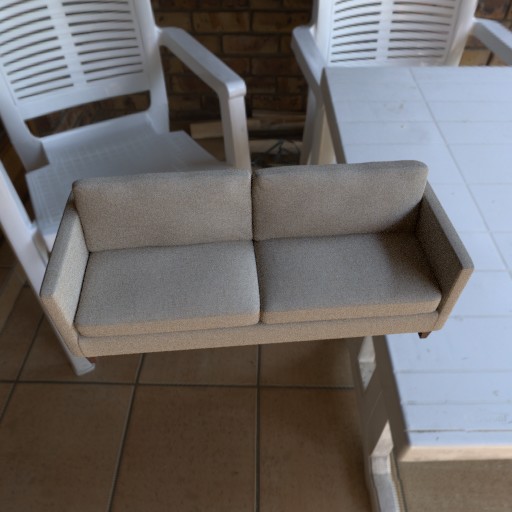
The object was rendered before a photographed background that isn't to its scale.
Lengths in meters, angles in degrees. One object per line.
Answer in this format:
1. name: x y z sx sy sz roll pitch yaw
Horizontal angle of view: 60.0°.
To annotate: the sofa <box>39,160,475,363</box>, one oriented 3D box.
1. sofa: 0.000 0.000 2.918 2.434 0.965 0.951 -4 47 -3
